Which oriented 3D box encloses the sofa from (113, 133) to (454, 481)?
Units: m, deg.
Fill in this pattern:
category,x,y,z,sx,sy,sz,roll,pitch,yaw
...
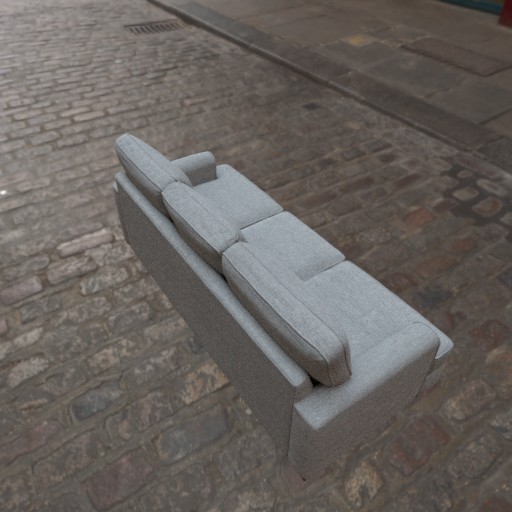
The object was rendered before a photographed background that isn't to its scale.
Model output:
category,x,y,z,sx,sy,sz,roll,pitch,yaw
sofa,0.000,0.000,2.617,0.951,0.965,2.158,-24,47,-25
